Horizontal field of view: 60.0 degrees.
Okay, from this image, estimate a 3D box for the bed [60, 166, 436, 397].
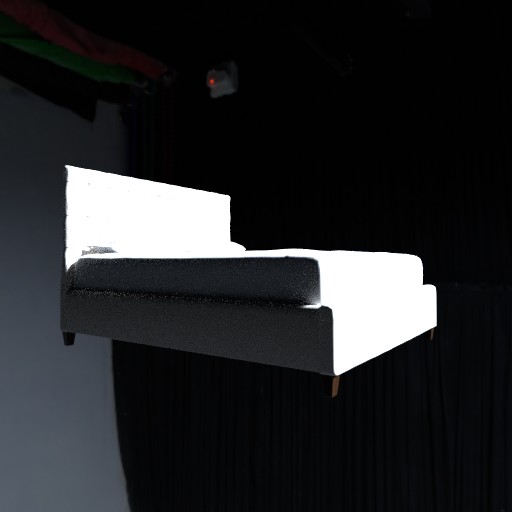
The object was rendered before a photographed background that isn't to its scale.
[{"bbox_3d":[0.000,0.000,3.684,2.387,1.427,2.078,0,-1,35],"label":"bed"}]
